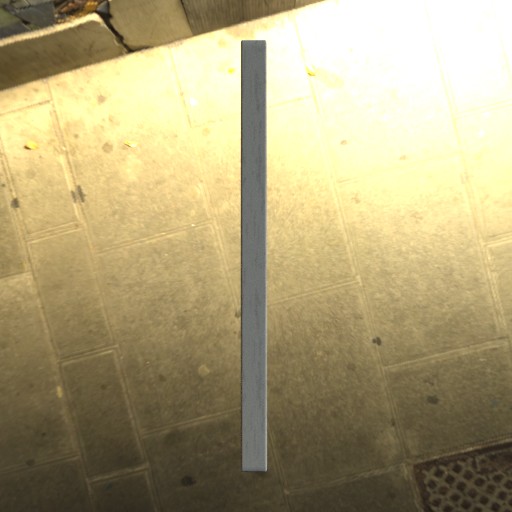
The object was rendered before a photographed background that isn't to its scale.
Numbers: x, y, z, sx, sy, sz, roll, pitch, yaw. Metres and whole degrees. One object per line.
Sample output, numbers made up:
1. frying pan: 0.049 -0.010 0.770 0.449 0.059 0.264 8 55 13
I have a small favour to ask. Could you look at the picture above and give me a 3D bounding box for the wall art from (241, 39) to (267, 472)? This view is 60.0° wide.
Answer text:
1. wall art: 0.000 0.000 1.959 0.078 1.288 1.287 0 90 1
